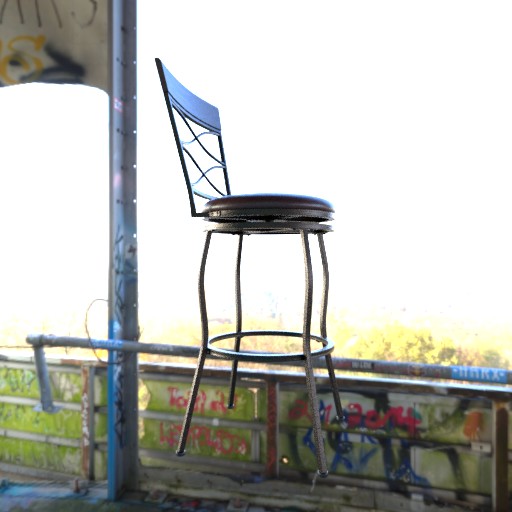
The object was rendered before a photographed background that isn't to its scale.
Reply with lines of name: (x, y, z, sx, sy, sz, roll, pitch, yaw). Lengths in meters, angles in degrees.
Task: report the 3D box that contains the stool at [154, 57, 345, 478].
stool: (0.000, 0.000, 1.406, 0.513, 1.130, 0.448, 0, 0, 17)
